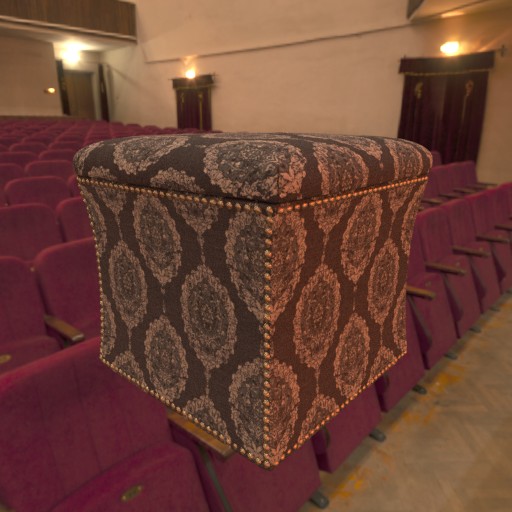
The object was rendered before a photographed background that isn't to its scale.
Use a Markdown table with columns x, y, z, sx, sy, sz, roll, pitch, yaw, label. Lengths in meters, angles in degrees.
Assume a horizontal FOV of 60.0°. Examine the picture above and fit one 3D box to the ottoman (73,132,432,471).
| x | y | z | sx | sy | sz | roll | pitch | yaw | label |
| --- | --- | --- | --- | --- | --- | --- | --- | --- | --- |
| 0.000 | 0.000 | 0.885 | 0.507 | 0.475 | 0.497 | 14 | 22 | 40 | ottoman |
